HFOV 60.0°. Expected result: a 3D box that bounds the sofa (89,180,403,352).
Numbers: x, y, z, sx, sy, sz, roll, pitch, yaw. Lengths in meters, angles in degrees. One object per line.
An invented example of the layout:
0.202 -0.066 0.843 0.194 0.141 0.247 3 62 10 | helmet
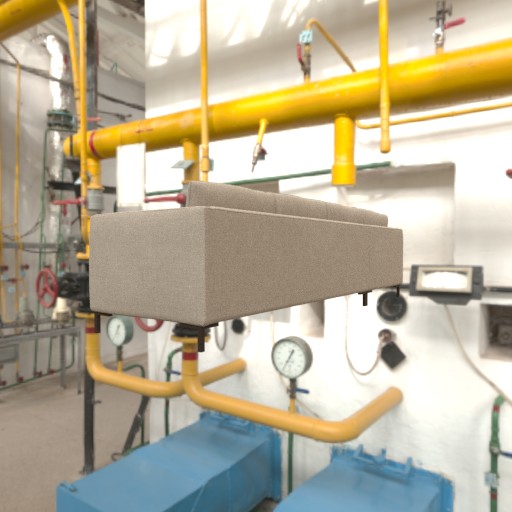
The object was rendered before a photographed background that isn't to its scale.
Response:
0.000 0.000 3.549 1.469 0.816 2.923 1 1 35 | sofa
